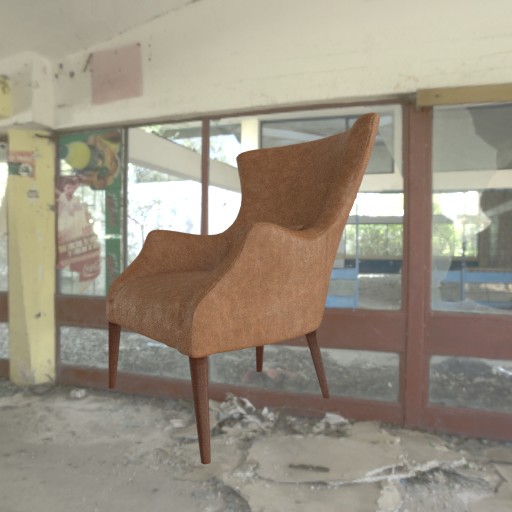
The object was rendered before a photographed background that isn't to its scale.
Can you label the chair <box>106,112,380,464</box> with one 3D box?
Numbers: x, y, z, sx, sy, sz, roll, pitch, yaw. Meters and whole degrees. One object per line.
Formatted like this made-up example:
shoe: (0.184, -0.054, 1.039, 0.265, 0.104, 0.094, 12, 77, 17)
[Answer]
chair: (0.000, 0.000, 1.732, 0.955, 1.067, 0.846, -1, 1, -35)
